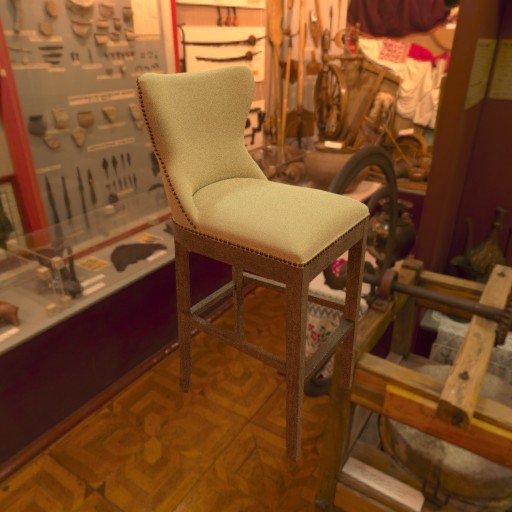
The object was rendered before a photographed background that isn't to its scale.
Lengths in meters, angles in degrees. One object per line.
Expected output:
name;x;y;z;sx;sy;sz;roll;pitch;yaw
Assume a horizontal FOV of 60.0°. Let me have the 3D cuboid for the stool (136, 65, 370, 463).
stool;0.000;0.000;1.460;0.606;1.123;0.494;17;31;31
